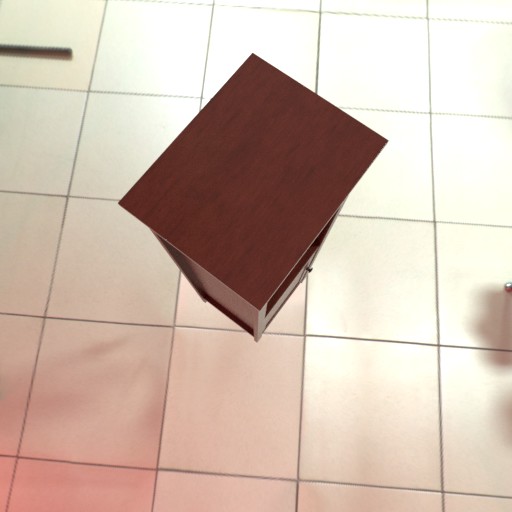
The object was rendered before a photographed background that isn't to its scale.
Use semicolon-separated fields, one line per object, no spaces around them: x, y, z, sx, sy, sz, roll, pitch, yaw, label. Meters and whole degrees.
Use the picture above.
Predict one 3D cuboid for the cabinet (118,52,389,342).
0.000;0.000;1.746;0.401;1.518;0.500;36;78;9;cabinet
